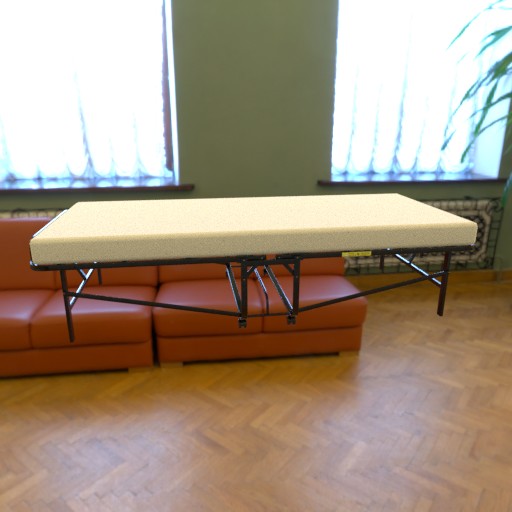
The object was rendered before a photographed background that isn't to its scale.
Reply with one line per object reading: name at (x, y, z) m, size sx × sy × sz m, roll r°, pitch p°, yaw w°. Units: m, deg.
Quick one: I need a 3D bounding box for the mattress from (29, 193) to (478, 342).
mattress at (0.000, 0.000, 2.514) m, size 2.153 × 0.519 × 0.922 m, roll -3°, pitch 18°, yaw -8°
